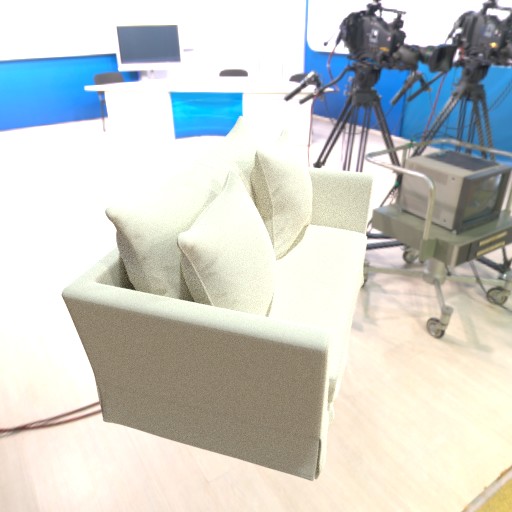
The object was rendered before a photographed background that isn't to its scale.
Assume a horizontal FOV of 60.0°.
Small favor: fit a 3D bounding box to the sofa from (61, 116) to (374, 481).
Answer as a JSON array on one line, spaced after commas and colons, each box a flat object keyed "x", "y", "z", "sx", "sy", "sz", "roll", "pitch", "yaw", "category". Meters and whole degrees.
[{"x": 0.000, "y": 0.000, "z": 2.213, "sx": 1.026, "sy": 1.039, "sz": 1.608, "roll": 9, "pitch": 31, "yaw": 15, "category": "sofa"}]
